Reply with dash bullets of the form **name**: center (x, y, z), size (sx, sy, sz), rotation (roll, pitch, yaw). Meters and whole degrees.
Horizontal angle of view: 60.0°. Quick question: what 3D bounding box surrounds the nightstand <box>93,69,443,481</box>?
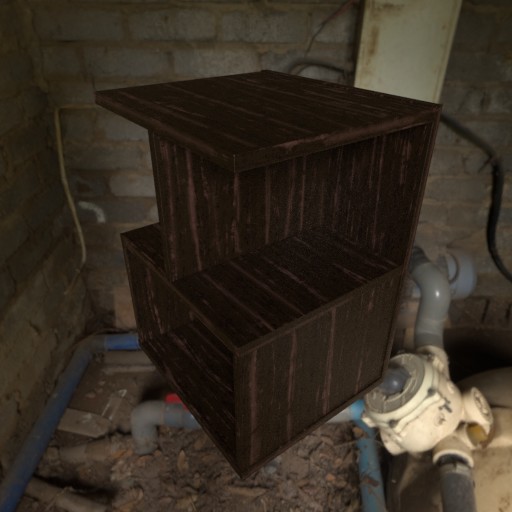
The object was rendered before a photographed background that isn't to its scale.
- **nightstand**: center (0.000, 0.000, 0.811), size (0.356, 0.559, 0.400), rotation (-21, 37, -31)
